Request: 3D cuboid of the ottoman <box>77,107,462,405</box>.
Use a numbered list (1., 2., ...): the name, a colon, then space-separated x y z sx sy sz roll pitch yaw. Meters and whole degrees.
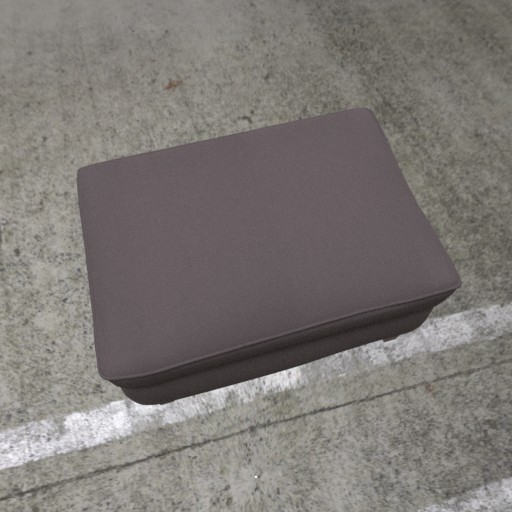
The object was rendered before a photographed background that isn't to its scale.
1. ottoman: 0.000 0.000 1.002 0.686 0.406 0.508 -14 64 -7
